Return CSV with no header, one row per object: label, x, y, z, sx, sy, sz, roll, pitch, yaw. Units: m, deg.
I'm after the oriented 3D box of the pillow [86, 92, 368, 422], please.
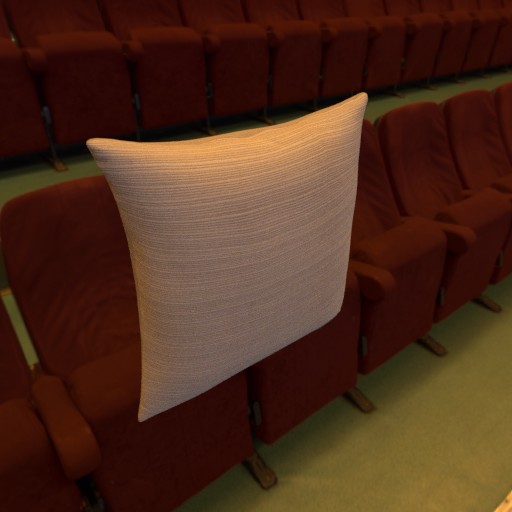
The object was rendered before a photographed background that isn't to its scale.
pillow,0.000,0.000,0.780,0.512,0.497,0.204,-22,37,-32
